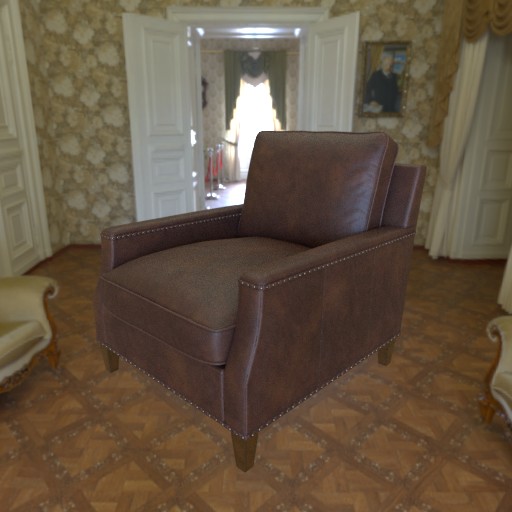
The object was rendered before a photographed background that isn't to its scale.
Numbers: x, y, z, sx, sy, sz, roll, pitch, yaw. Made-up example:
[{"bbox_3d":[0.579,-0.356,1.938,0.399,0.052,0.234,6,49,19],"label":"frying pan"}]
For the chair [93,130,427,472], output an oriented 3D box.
[{"bbox_3d":[0.000,0.000,1.709,0.853,0.929,1.014,15,22,42],"label":"chair"}]
